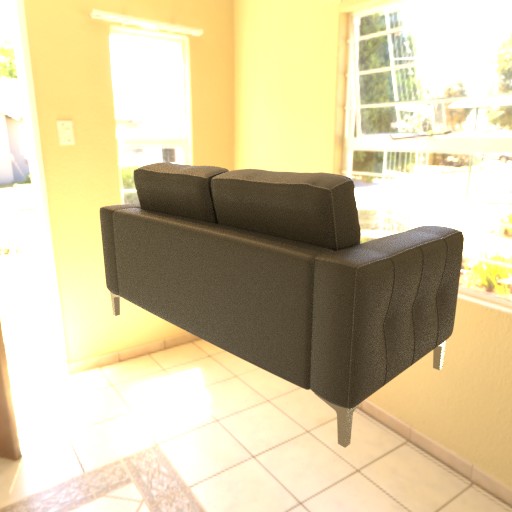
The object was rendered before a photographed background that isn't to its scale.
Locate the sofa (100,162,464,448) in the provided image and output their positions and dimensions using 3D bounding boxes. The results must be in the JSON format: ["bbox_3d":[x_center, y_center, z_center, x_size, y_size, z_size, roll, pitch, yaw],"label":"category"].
[{"bbox_3d":[0.000,0.000,2.214,0.833,0.892,1.726,-14,20,-43],"label":"sofa"}]
